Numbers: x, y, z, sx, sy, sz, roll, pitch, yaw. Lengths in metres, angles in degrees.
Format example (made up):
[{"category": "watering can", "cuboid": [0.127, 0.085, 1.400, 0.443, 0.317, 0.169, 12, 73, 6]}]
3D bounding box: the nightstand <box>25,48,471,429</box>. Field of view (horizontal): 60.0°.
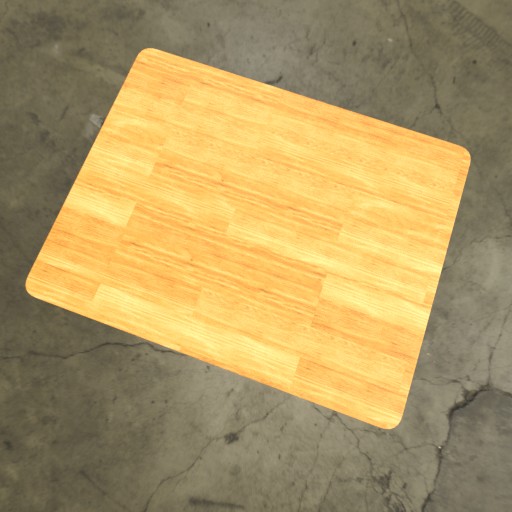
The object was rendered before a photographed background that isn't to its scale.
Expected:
[{"category": "nightstand", "cuboid": [0.000, 0.000, 0.890, 0.560, 0.470, 0.440, 19, 77, 5]}]
